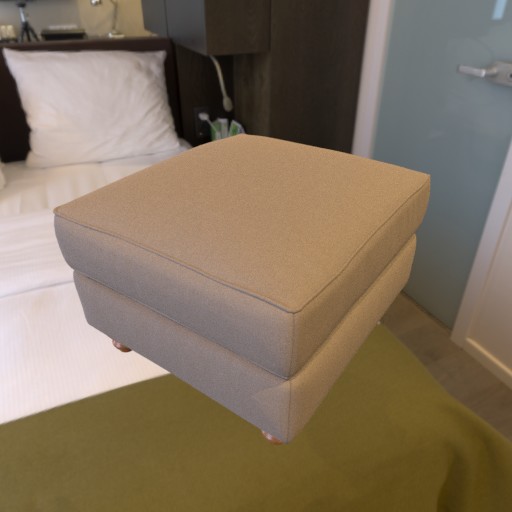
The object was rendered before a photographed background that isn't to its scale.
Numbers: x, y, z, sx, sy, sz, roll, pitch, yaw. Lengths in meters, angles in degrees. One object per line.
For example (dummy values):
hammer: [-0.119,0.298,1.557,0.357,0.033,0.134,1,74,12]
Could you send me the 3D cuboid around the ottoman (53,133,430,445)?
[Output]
ottoman: [0.000,0.000,1.153,0.662,0.505,0.721,20,37,29]
